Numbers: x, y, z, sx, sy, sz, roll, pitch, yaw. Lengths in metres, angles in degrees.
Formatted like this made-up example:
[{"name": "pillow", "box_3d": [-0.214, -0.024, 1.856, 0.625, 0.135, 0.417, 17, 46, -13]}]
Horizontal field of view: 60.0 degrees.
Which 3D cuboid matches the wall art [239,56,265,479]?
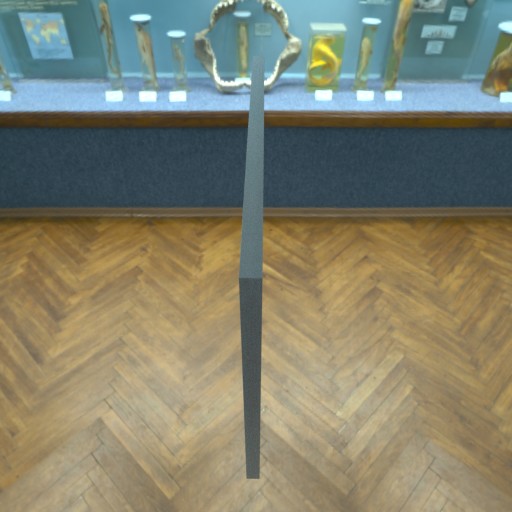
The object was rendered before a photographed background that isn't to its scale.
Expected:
[{"name": "wall art", "box_3d": [0.000, 0.000, 0.902, 0.026, 0.558, 0.660, 1, 43, 1]}]
